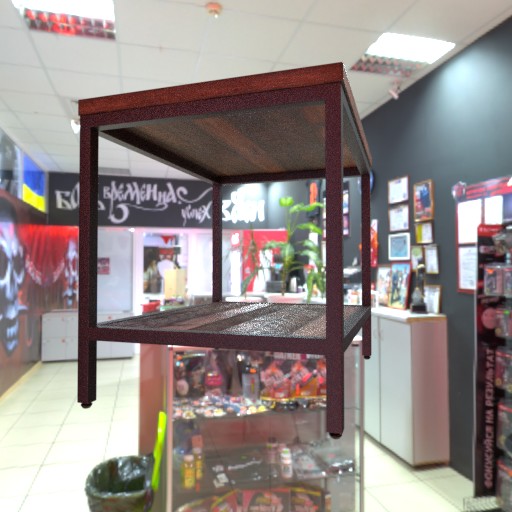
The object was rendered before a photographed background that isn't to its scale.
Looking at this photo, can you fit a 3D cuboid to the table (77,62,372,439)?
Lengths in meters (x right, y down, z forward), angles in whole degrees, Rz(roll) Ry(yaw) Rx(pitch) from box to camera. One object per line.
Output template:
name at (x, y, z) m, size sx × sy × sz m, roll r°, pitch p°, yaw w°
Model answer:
table at (0.000, 0.000, 1.116) m, size 0.524 × 0.612 × 0.678 m, roll 0°, pitch -1°, yaw 18°
